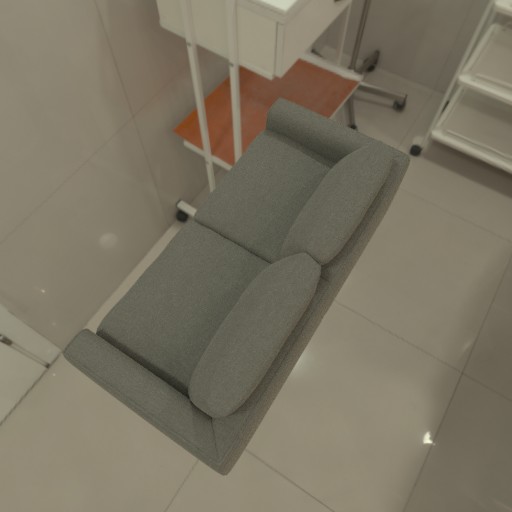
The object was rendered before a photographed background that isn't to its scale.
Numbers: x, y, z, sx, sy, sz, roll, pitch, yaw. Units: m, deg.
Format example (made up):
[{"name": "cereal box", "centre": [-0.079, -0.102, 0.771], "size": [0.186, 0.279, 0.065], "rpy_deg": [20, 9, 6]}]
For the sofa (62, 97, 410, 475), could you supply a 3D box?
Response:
[{"name": "sofa", "centre": [0.000, 0.000, 2.769], "size": [1.070, 0.801, 2.262], "rpy_deg": [29, 66, 15]}]
